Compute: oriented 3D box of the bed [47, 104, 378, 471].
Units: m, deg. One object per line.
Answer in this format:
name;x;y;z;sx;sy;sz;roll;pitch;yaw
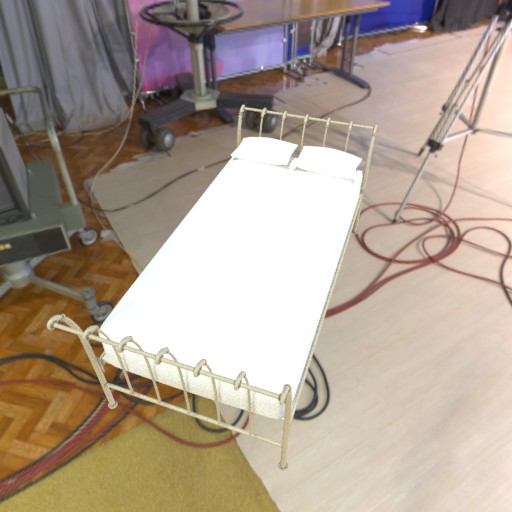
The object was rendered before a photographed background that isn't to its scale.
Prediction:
bed;0.000;0.000;2.712;1.032;0.873;2.228;14;44;14
